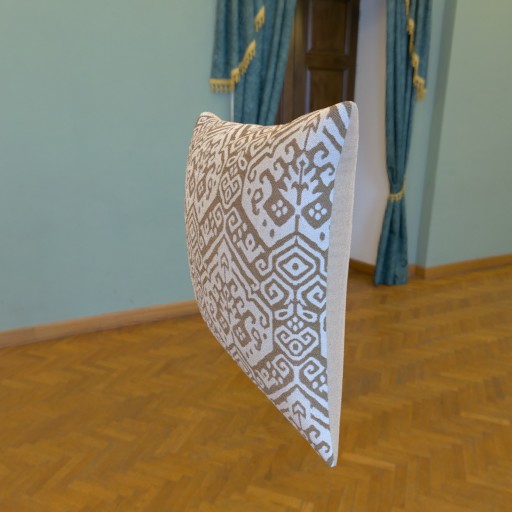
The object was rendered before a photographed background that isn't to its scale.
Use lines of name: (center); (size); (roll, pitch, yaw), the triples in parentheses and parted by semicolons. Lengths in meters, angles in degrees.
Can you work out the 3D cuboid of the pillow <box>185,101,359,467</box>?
pillow: (0.000, 0.000, 0.642); (0.173, 0.407, 0.419); (-8, 18, -24)
